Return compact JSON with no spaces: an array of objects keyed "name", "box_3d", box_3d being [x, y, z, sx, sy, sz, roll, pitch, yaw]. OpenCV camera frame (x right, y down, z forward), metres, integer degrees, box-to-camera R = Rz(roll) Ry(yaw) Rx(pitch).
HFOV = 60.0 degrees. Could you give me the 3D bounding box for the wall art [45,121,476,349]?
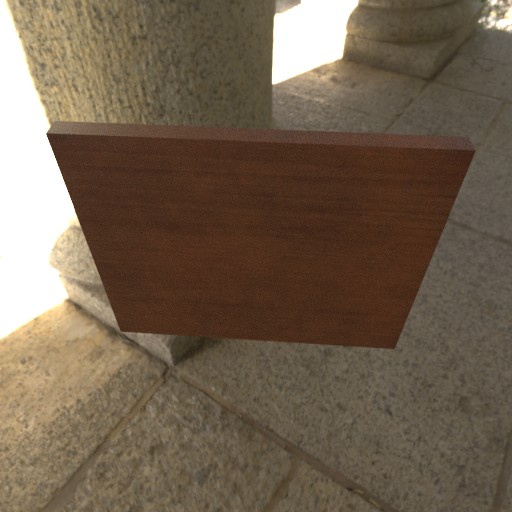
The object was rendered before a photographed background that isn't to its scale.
[{"name":"wall art","box_3d":[0.000,0.000,0.748,0.558,0.457,0.033,3,46,3]}]
